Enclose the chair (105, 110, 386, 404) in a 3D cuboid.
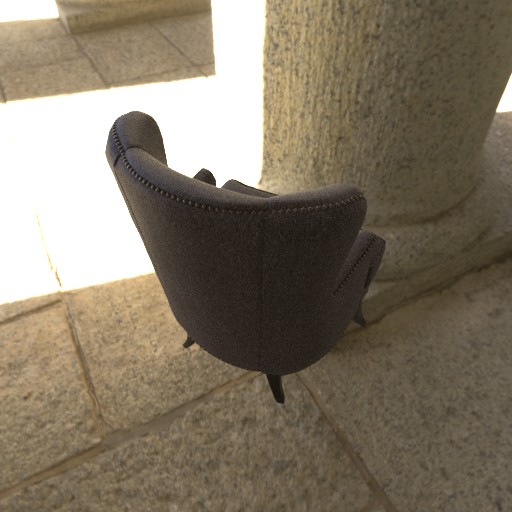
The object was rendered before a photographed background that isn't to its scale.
[{"bbox_3d":[0.000,0.000,1.595,0.759,1.060,0.758,24,51,22],"label":"chair"}]
